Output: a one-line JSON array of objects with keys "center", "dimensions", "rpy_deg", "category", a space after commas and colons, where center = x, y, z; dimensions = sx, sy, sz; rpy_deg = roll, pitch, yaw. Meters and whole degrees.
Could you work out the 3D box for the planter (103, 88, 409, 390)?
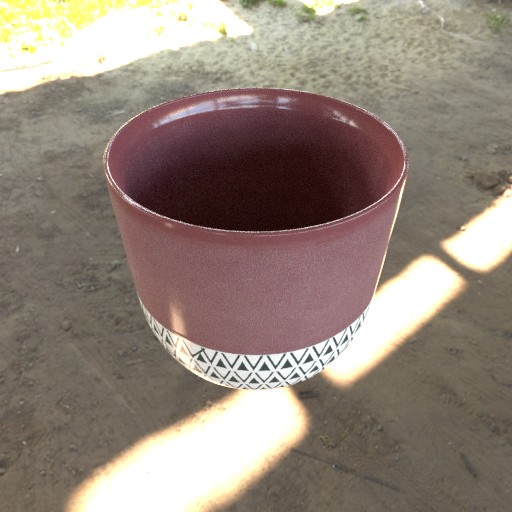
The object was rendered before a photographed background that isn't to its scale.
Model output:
[{"center": [0.000, 0.000, 0.485], "dimensions": [0.266, 0.270, 0.266], "rpy_deg": [0, 41, 0], "category": "planter"}]
